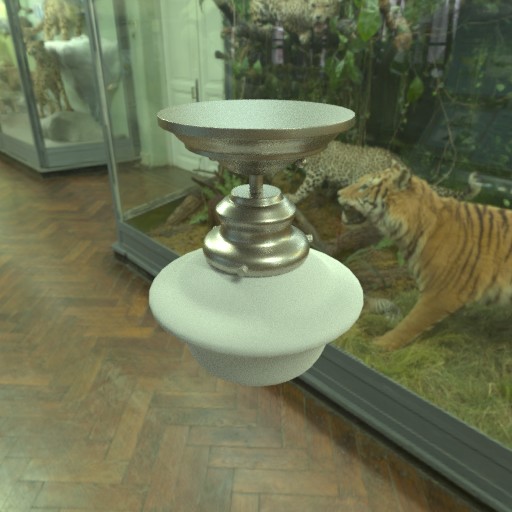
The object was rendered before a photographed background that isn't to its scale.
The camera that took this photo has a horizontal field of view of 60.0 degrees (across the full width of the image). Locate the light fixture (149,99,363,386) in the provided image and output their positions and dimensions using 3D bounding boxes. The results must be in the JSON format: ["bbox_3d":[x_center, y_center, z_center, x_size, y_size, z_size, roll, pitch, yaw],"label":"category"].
[{"bbox_3d":[0.000,0.000,0.404,0.199,0.254,0.199,0,26,0],"label":"light fixture"}]
